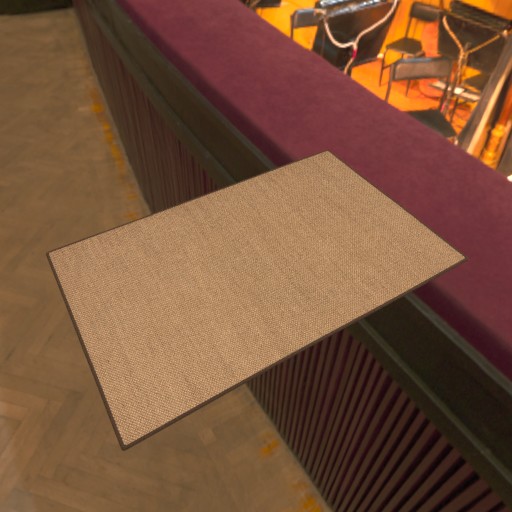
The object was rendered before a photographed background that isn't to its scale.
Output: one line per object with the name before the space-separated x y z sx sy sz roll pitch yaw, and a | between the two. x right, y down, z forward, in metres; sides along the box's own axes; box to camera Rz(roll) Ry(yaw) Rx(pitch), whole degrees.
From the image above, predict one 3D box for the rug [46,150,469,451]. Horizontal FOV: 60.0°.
rug | 0.000 0.000 2.072 1.676 0.013 1.067 -24 51 -21
